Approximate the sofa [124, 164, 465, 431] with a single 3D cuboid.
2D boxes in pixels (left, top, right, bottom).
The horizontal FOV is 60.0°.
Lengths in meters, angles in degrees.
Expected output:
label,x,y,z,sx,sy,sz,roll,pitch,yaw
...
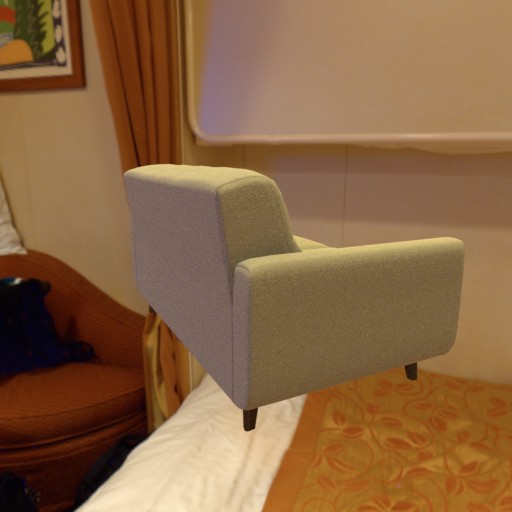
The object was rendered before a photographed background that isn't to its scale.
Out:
label,x,y,z,sx,sy,sz,roll,pitch,yaw
sofa,0.000,0.000,2.212,0.980,0.892,1.655,-6,14,-26
